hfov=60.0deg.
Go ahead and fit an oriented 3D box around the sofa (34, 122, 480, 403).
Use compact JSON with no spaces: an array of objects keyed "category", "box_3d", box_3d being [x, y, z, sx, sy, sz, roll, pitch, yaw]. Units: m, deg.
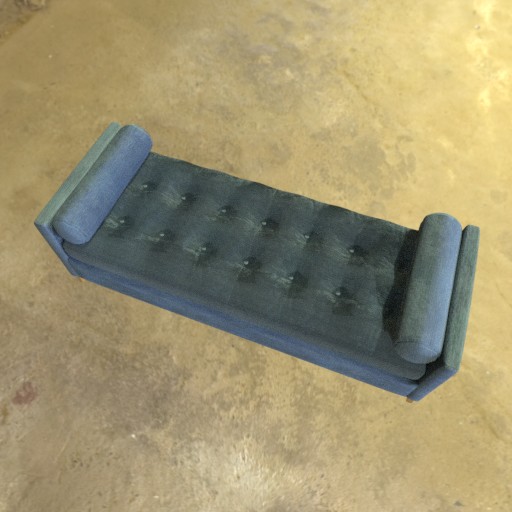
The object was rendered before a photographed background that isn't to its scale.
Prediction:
[{"category":"sofa","box_3d":[0.000,0.000,2.434,2.102,0.705,0.796,18,61,11]}]
